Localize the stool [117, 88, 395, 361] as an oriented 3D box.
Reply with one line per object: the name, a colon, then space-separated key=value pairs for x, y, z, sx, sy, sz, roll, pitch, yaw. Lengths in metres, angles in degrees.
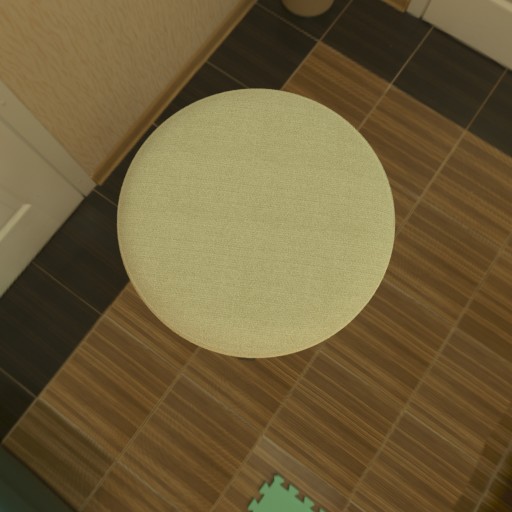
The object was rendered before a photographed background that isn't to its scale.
stool: x=0.000 y=0.000 z=0.960 sx=0.449 sy=0.655 sz=0.449 roll=0 pitch=77 yaw=0
